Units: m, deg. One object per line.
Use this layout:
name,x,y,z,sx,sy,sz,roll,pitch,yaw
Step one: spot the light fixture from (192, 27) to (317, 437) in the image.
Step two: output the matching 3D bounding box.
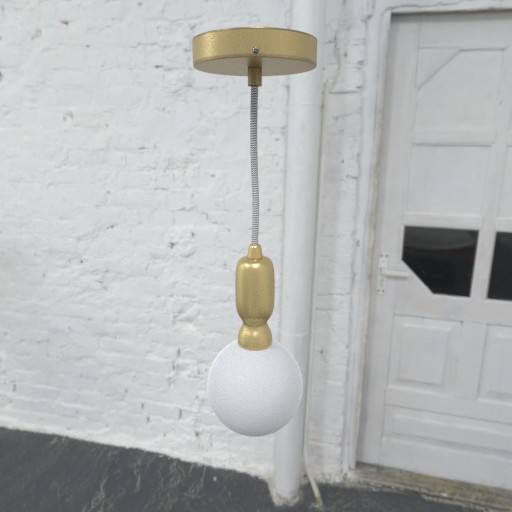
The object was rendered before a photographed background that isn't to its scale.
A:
light fixture,0.000,0.000,0.576,0.146,0.510,0.147,-2,15,-8
